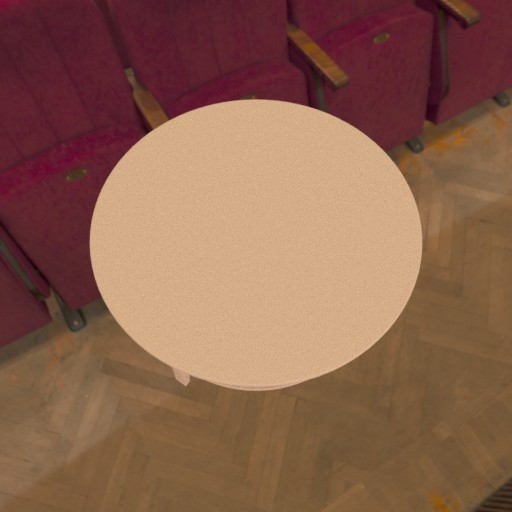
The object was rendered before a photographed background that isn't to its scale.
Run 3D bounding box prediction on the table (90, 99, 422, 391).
[{"bbox_3d":[0.000,0.000,1.431,0.910,0.457,0.910,0,62,0],"label":"table"}]
